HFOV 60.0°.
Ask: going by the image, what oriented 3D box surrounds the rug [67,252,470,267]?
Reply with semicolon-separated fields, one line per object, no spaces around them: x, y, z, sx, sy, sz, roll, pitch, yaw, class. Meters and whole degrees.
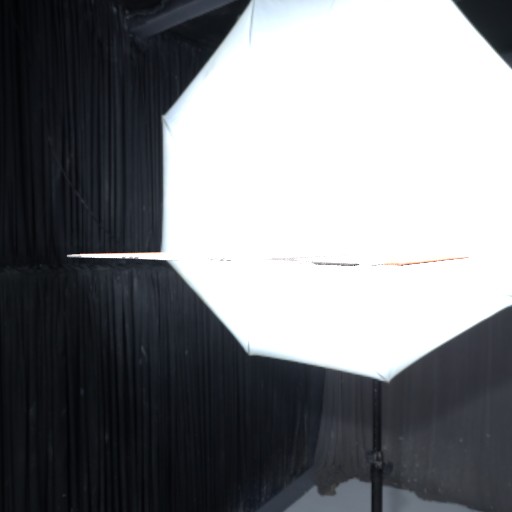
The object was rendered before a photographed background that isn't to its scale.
0.000;0.000;3.032;2.446;0.017;1.530;1;2;38;rug
